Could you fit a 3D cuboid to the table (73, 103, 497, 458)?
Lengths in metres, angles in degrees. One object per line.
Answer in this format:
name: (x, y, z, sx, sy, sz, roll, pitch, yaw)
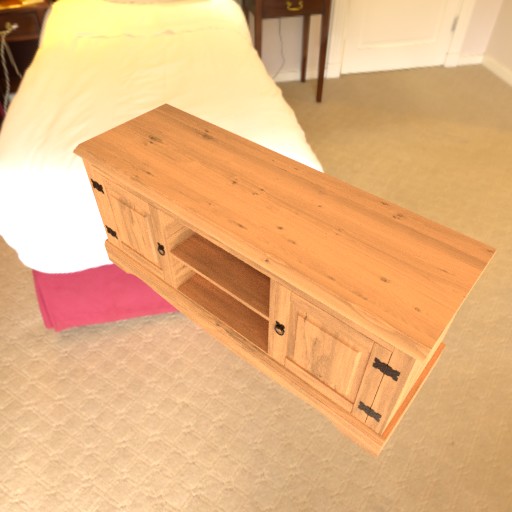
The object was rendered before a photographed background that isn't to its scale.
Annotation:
table: (0.000, 0.000, 1.426, 1.200, 0.510, 0.400, 31, 52, 27)
